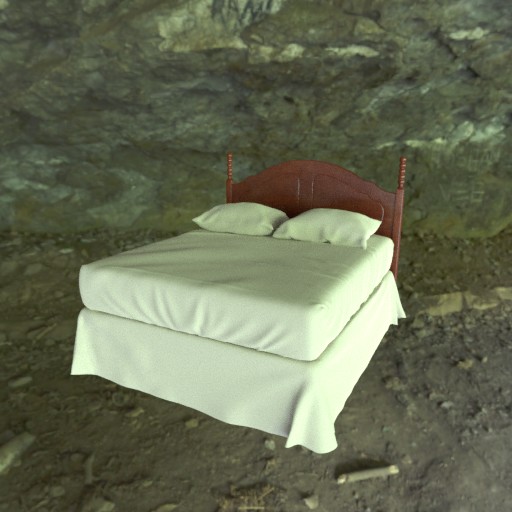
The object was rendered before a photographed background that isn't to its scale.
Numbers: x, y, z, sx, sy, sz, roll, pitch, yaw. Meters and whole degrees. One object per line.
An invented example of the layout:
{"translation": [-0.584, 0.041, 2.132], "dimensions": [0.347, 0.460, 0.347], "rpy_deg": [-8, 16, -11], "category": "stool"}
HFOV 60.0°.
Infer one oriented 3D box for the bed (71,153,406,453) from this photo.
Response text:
{"translation": [0.000, 0.000, 3.187], "dimensions": [1.873, 1.356, 2.040], "rpy_deg": [8, 17, 27], "category": "bed"}
